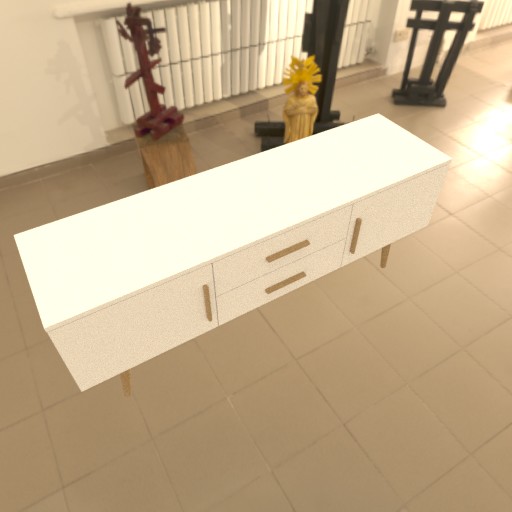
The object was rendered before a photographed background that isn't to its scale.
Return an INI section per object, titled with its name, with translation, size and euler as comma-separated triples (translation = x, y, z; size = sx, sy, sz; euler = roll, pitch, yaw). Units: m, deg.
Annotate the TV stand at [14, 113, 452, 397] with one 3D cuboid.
[TV stand]
translation = 0.000, 0.000, 1.616
size = 1.398, 0.560, 0.401
euler = -23, 50, -21
